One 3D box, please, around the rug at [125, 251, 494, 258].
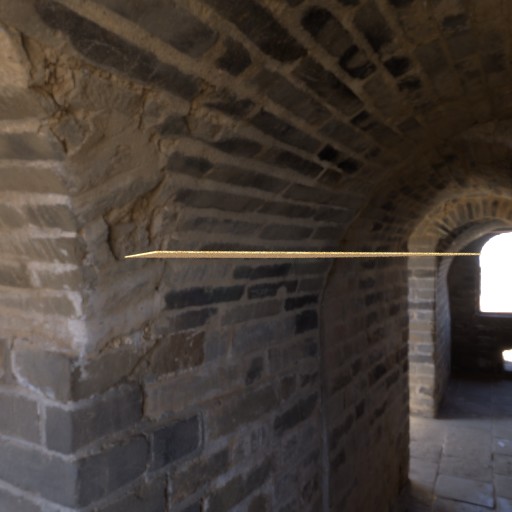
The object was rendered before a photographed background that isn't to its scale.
[{"bbox_3d":[0.000,0.000,2.870,1.524,0.006,2.286,0,-1,-19],"label":"rug"}]
